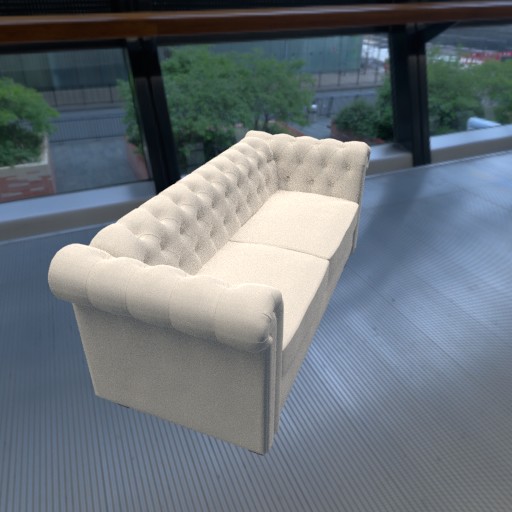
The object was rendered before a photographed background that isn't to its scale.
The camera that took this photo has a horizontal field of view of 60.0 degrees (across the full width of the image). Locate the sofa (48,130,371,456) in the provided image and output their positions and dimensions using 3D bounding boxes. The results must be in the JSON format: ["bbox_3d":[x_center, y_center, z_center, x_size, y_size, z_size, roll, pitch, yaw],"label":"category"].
[{"bbox_3d":[0.000,0.000,2.202,0.771,0.796,1.798,11,32,19],"label":"sofa"}]
